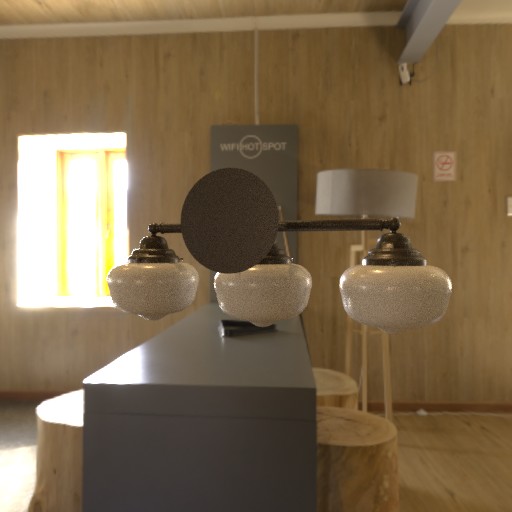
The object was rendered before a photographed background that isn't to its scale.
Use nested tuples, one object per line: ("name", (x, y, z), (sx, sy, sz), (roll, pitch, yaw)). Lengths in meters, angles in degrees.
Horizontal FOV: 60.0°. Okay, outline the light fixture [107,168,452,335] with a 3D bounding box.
("light fixture", (0.000, 0.000, 0.714), (0.587, 0.242, 0.239), (0, 1, 19))
